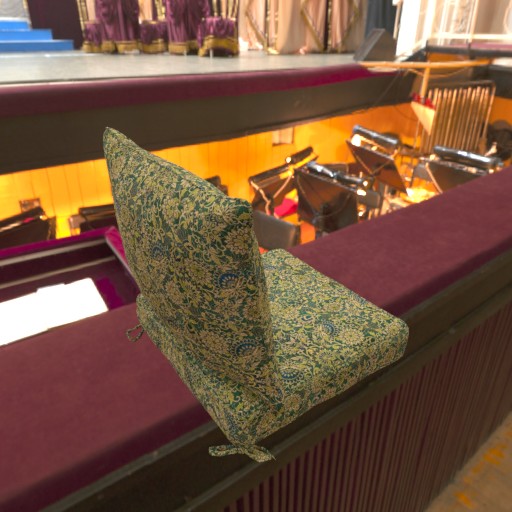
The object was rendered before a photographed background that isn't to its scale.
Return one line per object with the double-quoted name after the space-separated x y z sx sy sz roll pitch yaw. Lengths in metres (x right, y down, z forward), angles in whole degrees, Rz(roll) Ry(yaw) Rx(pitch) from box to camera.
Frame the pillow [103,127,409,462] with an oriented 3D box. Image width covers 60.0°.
0.000 0.000 1.355 0.740 0.722 0.798 -18 33 -30 "pillow"
